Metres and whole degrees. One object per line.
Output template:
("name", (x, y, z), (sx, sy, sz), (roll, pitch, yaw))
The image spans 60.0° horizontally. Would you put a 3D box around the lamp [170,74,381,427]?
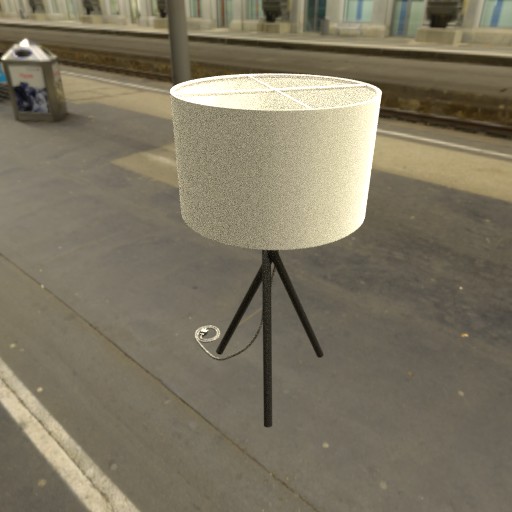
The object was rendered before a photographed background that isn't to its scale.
("lamp", (0.000, 0.000, 0.934), (0.422, 0.674, 0.353), (10, 31, 17))
